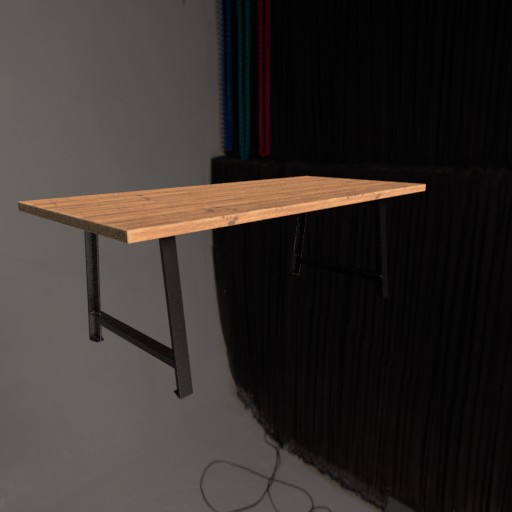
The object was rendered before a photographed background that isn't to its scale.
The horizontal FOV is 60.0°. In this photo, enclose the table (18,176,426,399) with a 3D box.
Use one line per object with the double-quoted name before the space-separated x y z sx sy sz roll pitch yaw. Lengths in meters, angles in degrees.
"table" 0.000 0.000 2.609 1.000 0.757 2.200 14 20 43
